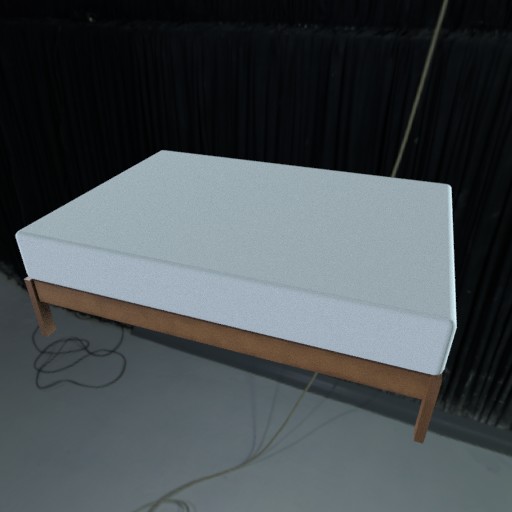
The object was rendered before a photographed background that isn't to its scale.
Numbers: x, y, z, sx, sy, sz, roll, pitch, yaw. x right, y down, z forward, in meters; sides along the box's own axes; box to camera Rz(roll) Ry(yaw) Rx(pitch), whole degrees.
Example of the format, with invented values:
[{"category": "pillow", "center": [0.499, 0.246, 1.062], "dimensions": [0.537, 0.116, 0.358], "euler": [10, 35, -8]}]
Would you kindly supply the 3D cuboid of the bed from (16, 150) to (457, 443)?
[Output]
[{"category": "bed", "center": [0.000, 0.000, 2.458], "dimensions": [1.927, 0.616, 1.348], "euler": [11, 32, 17]}]
